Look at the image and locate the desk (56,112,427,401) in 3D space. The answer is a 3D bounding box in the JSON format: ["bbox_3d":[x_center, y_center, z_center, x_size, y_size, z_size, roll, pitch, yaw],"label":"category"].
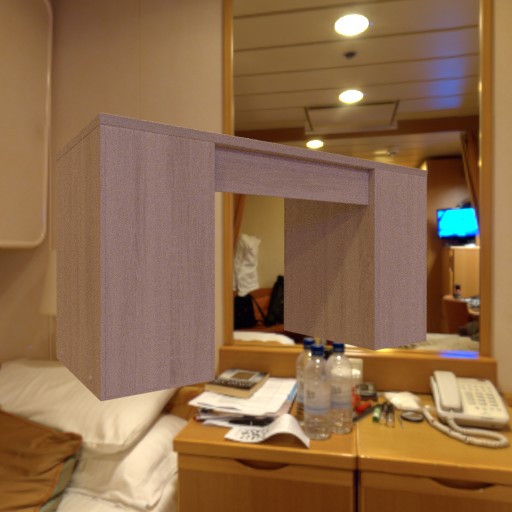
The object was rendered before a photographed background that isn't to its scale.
[{"bbox_3d":[0.000,0.000,1.773,1.390,0.740,0.600,0,0,-35],"label":"desk"}]
